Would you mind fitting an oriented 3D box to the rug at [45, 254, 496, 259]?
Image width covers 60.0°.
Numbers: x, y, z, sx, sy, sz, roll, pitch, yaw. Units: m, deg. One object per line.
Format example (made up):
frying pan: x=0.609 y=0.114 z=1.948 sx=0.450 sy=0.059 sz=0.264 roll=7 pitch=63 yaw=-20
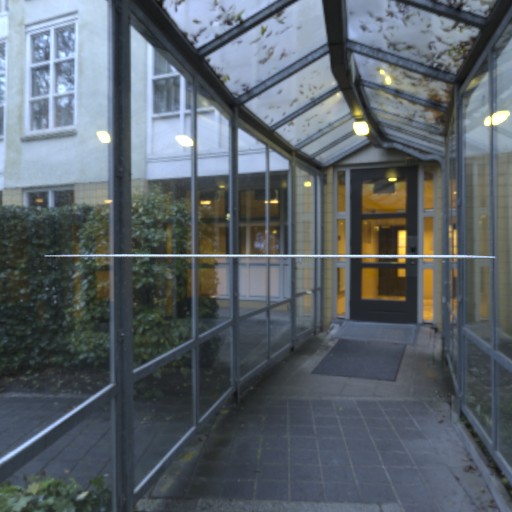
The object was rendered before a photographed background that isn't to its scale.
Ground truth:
rug: x=0.000 y=0.000 z=2.663 sx=2.449 sy=0.011 sz=0.774 roll=0 pitch=1 yaw=18
